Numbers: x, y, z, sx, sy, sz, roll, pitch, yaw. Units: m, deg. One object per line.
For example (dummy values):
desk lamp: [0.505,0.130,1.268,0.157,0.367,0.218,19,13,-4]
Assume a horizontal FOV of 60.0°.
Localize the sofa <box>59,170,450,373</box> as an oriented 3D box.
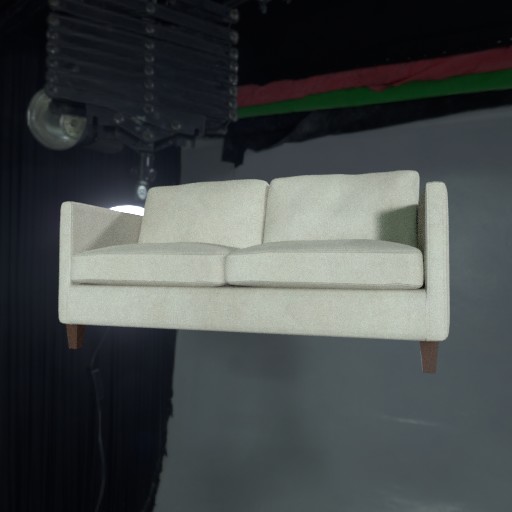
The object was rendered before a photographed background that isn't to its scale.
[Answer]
sofa: [0.000,0.000,2.391,1.846,0.940,0.950,0,-1,18]
